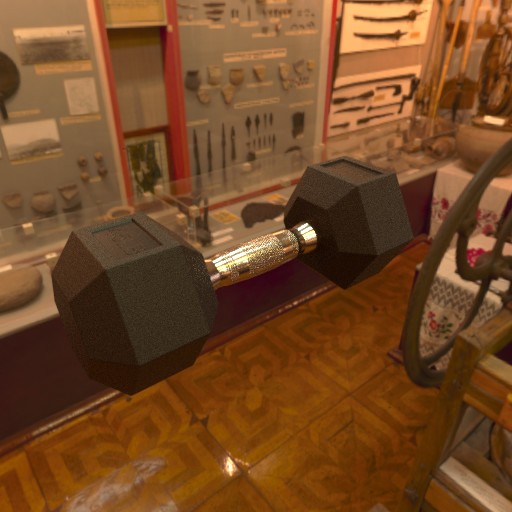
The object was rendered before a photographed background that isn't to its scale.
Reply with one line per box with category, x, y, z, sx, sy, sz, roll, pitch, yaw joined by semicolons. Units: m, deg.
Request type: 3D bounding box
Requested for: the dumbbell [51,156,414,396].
dumbbell;0.000;0.000;0.432;0.356;0.123;0.141;-21;37;-31
